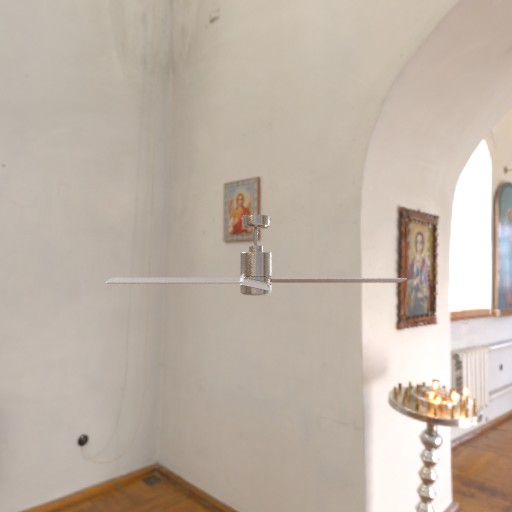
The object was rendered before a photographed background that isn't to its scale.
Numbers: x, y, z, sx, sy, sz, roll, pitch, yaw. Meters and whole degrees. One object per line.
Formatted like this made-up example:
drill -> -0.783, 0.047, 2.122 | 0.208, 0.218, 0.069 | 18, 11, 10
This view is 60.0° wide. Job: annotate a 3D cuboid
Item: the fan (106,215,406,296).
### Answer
fan -> 0.000, 0.000, 1.981 | 1.322, 0.355, 1.322 | 0, -1, 0
